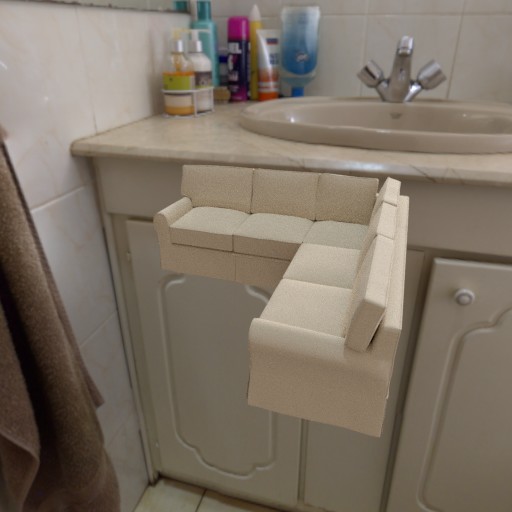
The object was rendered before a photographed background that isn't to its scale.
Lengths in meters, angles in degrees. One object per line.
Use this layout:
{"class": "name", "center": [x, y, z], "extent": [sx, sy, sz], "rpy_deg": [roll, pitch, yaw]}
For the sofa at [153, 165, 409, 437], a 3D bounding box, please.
{"class": "sofa", "center": [0.000, 0.000, 4.105], "extent": [2.591, 1.070, 2.597], "rpy_deg": [8, 27, 16]}
